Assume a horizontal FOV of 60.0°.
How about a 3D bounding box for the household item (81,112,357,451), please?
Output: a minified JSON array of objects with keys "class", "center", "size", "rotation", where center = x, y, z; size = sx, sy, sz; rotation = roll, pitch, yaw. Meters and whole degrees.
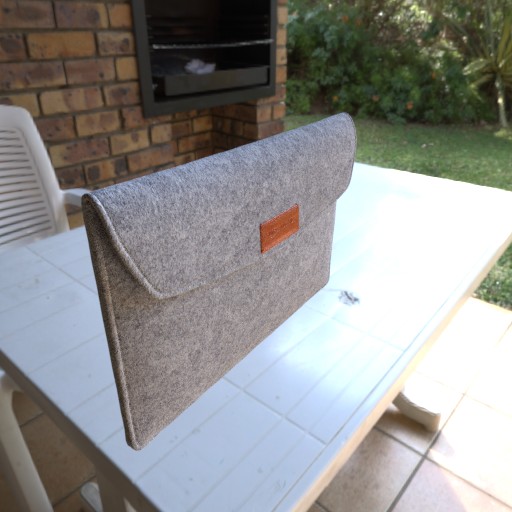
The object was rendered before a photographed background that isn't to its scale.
[{"class":"household item","center":[0.000,0.000,0.424],"size":[0.057,0.221,0.335],"rotation":[18,33,31]}]
